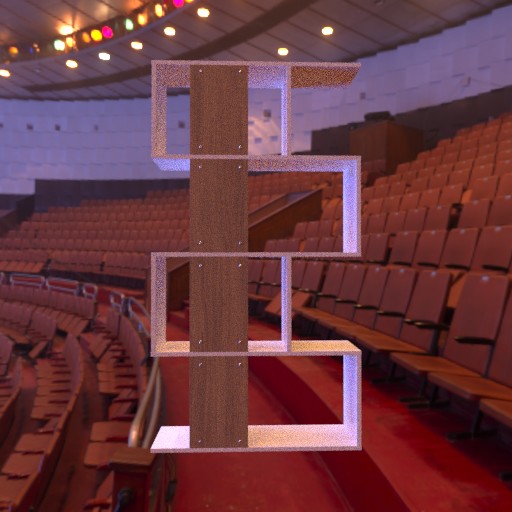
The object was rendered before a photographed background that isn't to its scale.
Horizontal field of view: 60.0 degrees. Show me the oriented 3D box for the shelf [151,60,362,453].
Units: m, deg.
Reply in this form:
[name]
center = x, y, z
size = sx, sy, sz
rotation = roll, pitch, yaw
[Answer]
[shelf]
center = 0.000, 0.000, 1.998
size = 0.890, 1.650, 0.250
rotation = 0, -1, -2
